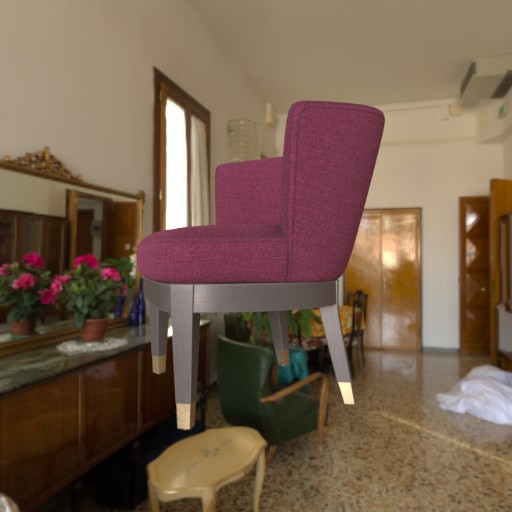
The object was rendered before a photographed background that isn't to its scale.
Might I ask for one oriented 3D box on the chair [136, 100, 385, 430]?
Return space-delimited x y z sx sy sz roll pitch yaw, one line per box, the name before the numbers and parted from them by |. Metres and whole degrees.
chair | 0.000 0.000 1.288 0.660 0.760 0.700 0 -1 -19
